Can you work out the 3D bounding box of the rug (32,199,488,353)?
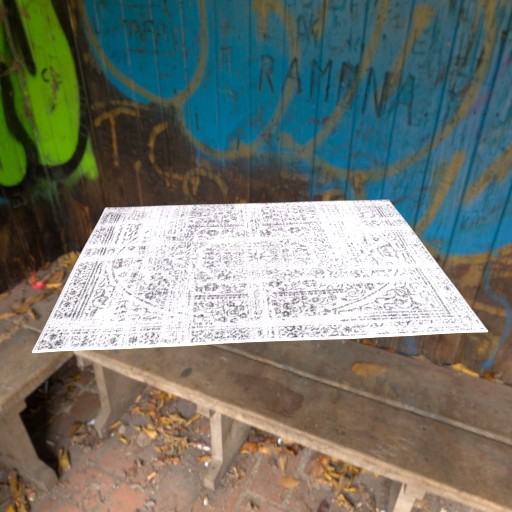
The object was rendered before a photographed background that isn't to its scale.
[{"bbox_3d":[0.000,0.000,3.066,2.438,0.026,1.706,-2,32,-3],"label":"rug"}]
